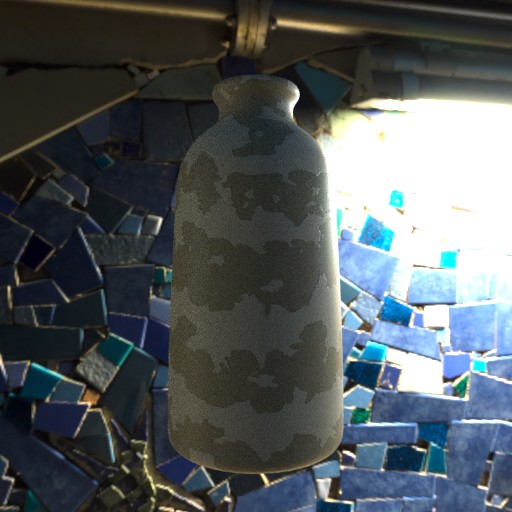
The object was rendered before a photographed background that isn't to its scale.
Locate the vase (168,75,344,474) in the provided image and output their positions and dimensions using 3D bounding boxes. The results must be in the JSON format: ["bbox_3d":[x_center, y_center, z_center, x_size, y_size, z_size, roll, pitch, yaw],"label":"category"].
[{"bbox_3d":[0.000,0.000,0.483,0.186,0.382,0.203,0,1,3],"label":"vase"}]
